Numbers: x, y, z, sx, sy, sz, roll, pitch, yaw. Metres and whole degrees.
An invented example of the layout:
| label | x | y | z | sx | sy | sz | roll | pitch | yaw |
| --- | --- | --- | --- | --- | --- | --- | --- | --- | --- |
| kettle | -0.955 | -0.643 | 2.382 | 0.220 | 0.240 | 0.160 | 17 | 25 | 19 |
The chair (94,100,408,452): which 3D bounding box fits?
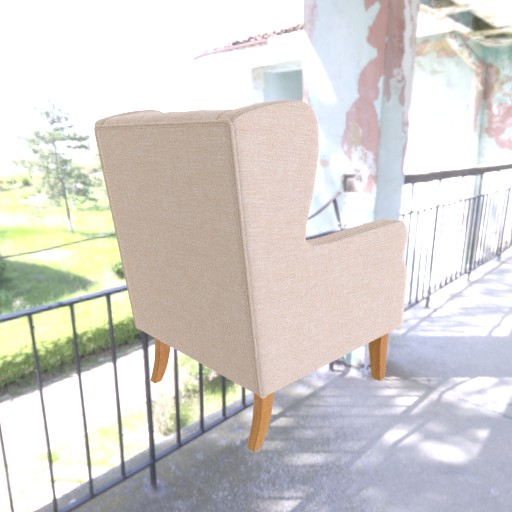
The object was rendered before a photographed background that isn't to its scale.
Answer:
| label | x | y | z | sx | sy | sz | roll | pitch | yaw |
| --- | --- | --- | --- | --- | --- | --- | --- | --- | --- |
| chair | 0.000 | 0.000 | 1.471 | 0.710 | 0.930 | 0.760 | 15 | 21 | 43 |
